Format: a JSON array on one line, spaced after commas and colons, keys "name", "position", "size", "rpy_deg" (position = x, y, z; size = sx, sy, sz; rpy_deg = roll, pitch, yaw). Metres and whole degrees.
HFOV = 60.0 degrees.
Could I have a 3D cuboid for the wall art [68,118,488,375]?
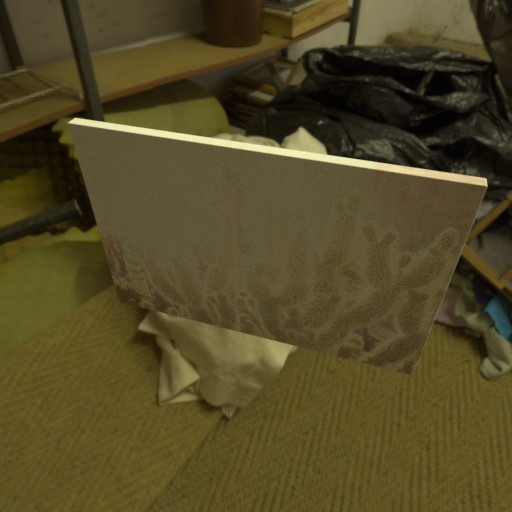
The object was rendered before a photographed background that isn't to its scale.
[{"name": "wall art", "position": [0.000, 0.000, 1.422], "size": [1.142, 0.758, 0.041], "rpy_deg": [12, 42, 13]}]
